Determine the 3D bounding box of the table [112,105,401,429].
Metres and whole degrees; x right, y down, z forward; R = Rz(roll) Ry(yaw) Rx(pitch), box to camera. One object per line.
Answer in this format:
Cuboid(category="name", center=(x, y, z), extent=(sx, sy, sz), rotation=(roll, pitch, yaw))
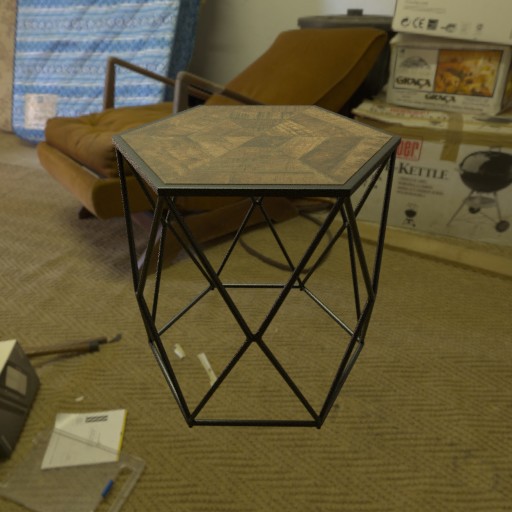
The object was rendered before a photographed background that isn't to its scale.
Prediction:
Cuboid(category="table", center=(0.000, 0.000, 1.032), extent=(0.578, 0.564, 0.579), rotation=(0, 32, 1))
